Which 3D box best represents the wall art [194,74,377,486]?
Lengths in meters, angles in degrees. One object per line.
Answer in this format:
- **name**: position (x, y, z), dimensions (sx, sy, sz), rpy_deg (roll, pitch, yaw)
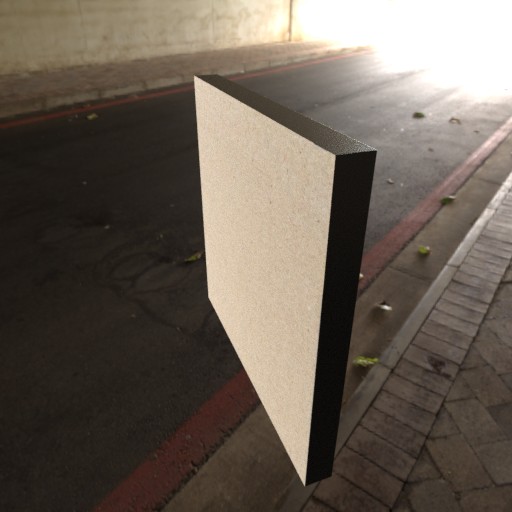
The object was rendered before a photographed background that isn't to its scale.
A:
- **wall art**: position (0.000, 0.000, 0.472), dimensions (0.029, 0.318, 0.327), rpy_deg (-11, 32, -18)
